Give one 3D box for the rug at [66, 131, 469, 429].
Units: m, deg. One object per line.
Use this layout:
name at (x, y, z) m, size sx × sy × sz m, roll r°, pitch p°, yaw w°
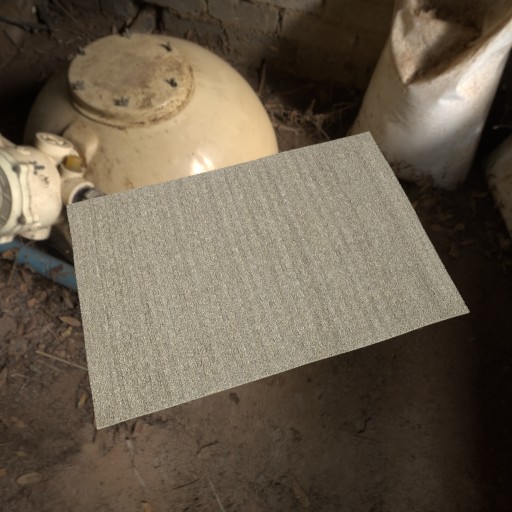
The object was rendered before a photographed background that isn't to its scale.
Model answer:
rug at (0.000, 0.000, 2.909) m, size 2.297 × 0.018 × 1.532 m, roll -15°, pitch 64°, yaw -8°
